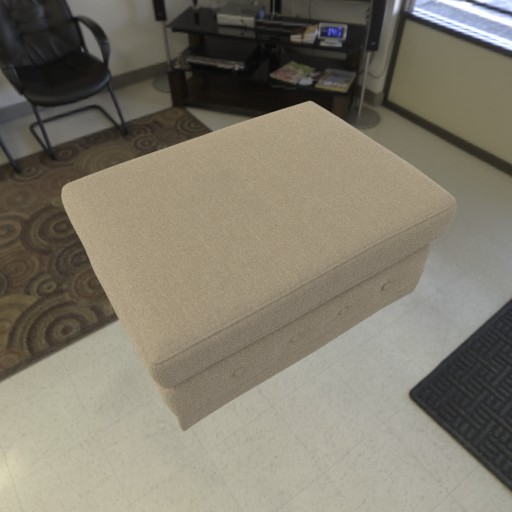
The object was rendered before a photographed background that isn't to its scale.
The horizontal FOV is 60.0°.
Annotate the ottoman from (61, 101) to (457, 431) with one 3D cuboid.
[{"bbox_3d":[0.000,0.000,1.167,0.771,0.500,0.569,-25,52,-22],"label":"ottoman"}]
